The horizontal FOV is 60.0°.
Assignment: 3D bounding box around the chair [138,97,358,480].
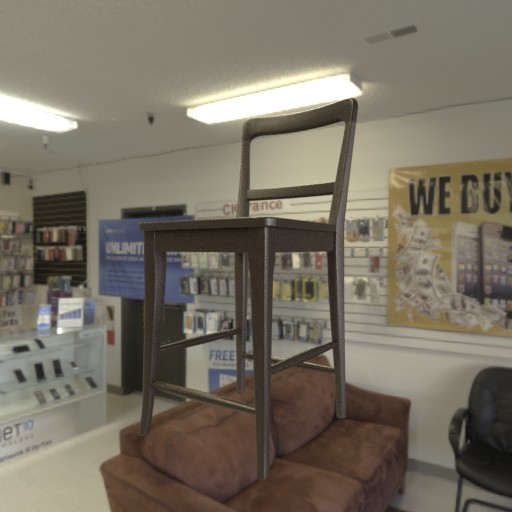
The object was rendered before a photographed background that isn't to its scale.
[{"bbox_3d":[0.000,0.000,1.318,0.450,0.991,0.546,1,1,35],"label":"chair"}]
